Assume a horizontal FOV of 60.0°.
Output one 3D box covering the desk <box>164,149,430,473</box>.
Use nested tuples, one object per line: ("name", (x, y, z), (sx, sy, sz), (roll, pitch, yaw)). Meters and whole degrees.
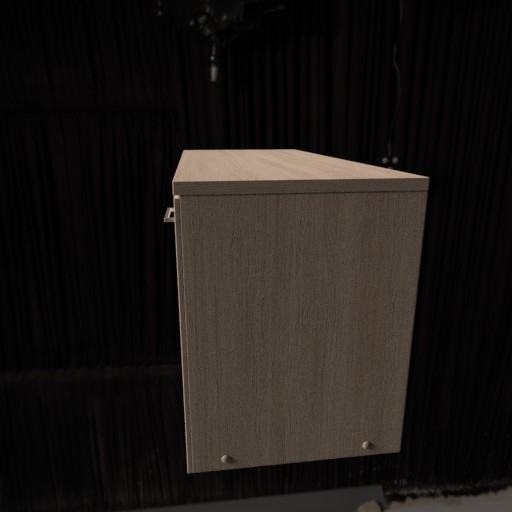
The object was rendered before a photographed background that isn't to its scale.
("desk", (0.000, 0.000, 1.722), (0.600, 0.740, 1.390), (-2, 16, -8))
